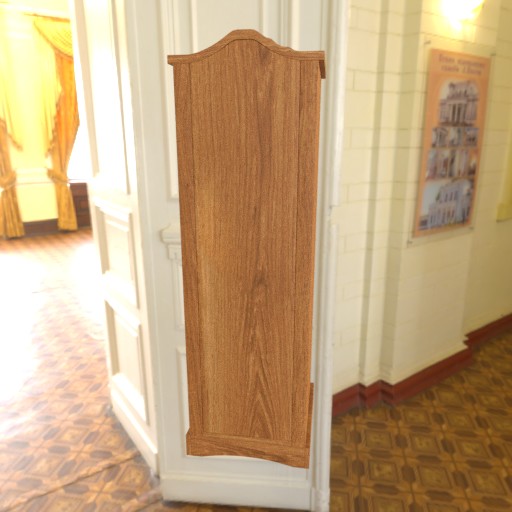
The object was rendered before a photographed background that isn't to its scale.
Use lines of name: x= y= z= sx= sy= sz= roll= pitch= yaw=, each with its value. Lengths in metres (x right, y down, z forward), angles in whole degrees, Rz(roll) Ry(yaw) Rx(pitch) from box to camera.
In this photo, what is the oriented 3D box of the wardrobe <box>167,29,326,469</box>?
wardrobe: x=0.000 y=0.000 z=2.125 sx=0.590 sy=1.870 sz=0.570 roll=2 pitch=15 yaw=9
